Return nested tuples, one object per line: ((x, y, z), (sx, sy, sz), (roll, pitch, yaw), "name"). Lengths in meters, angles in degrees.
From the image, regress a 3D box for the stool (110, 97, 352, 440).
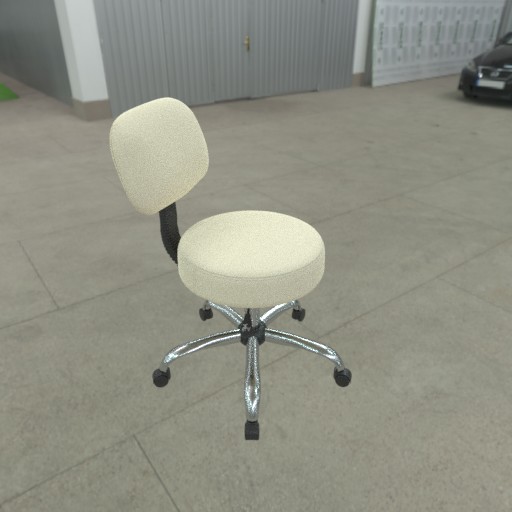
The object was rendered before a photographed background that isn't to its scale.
((0.000, 0.000, 1.263), (0.616, 0.810, 0.609), (9, 30, 16), "stool")
